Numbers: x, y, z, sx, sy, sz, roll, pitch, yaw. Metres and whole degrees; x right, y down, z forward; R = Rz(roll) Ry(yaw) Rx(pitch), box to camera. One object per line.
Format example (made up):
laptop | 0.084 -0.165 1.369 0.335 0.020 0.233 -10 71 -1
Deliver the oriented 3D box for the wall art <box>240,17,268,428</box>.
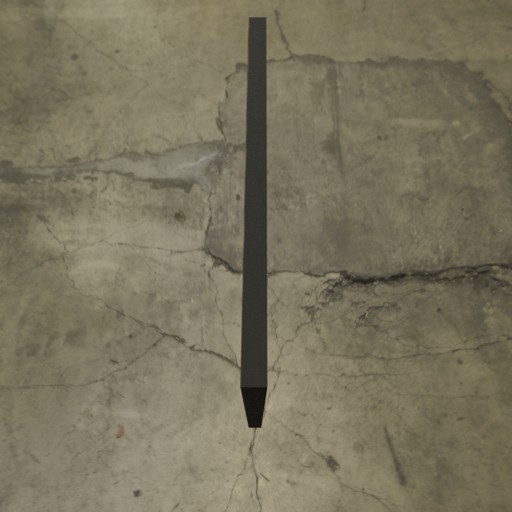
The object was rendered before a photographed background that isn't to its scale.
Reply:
wall art | 0.000 0.000 1.123 0.038 0.762 0.762 0 65 0
